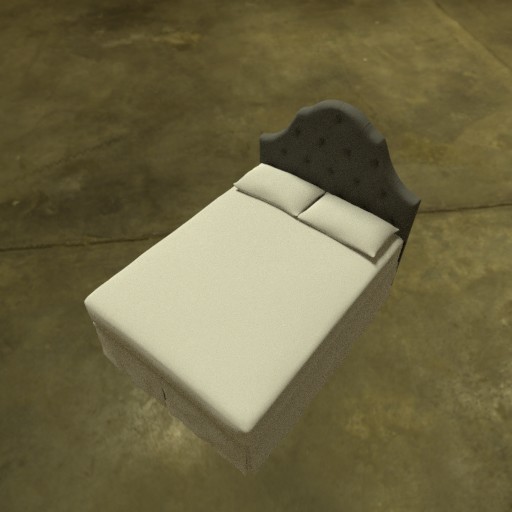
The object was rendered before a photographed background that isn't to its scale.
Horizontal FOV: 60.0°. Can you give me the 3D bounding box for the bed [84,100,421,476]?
[{"bbox_3d":[0.000,0.000,3.309,1.636,1.575,2.155,30,54,25],"label":"bed"}]
